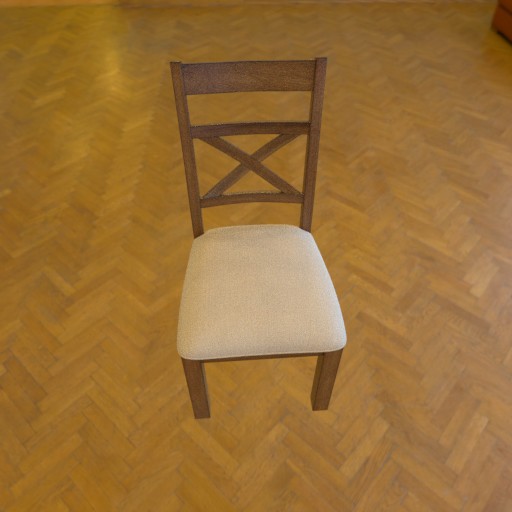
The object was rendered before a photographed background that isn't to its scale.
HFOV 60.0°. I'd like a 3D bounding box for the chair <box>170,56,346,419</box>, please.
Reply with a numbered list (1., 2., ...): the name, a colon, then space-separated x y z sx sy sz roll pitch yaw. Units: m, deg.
1. chair: 0.000 0.000 1.314 0.461 0.949 0.581 -3 46 -3
